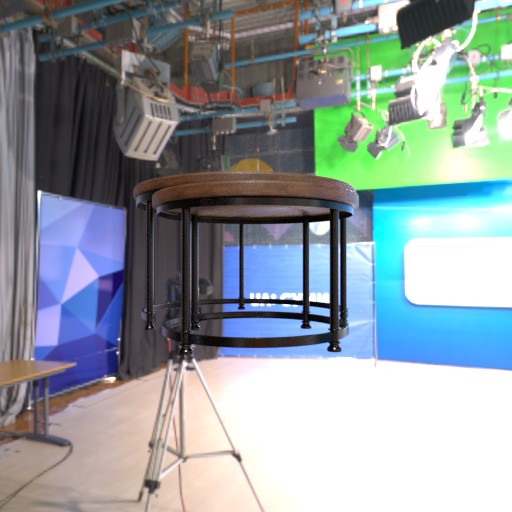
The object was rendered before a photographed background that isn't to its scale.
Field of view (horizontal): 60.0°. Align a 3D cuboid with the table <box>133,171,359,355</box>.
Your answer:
[{"bbox_3d":[0.000,0.000,1.649,0.870,0.516,1.152,0,0,-17],"label":"table"}]
